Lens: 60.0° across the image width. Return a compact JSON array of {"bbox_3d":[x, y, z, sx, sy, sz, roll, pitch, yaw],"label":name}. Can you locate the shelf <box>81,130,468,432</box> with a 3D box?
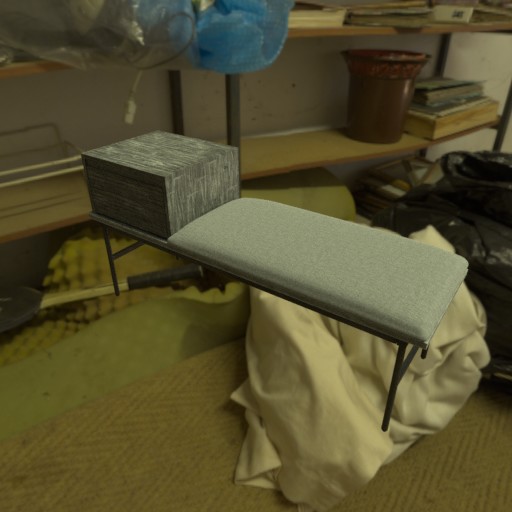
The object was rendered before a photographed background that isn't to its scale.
[{"bbox_3d":[0.000,0.000,1.625,1.342,0.633,0.457,20,36,30],"label":"shelf"}]
